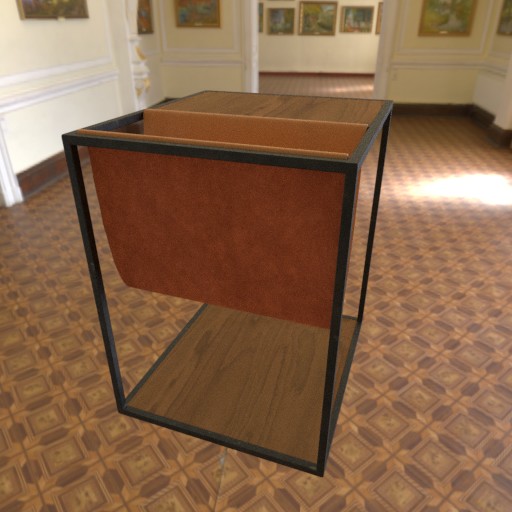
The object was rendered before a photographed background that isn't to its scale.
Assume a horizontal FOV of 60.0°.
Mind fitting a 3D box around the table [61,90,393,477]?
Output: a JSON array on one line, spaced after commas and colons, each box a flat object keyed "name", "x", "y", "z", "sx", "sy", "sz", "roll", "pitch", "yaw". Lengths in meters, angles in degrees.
[{"name": "table", "x": 0.000, "y": 0.000, "z": 0.851, "sx": 0.399, "sy": 0.536, "sz": 0.450, "roll": 10, "pitch": 30, "yaw": 18}]
